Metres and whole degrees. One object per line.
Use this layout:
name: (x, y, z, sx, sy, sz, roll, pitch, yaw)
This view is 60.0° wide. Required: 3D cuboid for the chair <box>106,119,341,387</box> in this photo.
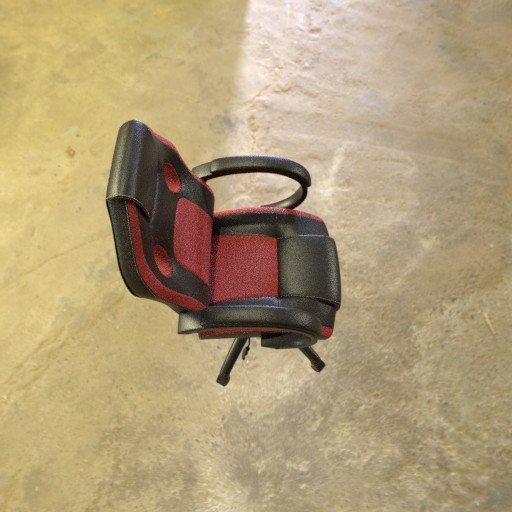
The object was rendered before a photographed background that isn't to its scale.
chair: (0.000, 0.000, 1.702, 0.783, 1.189, 0.750, 0, 62, 0)
